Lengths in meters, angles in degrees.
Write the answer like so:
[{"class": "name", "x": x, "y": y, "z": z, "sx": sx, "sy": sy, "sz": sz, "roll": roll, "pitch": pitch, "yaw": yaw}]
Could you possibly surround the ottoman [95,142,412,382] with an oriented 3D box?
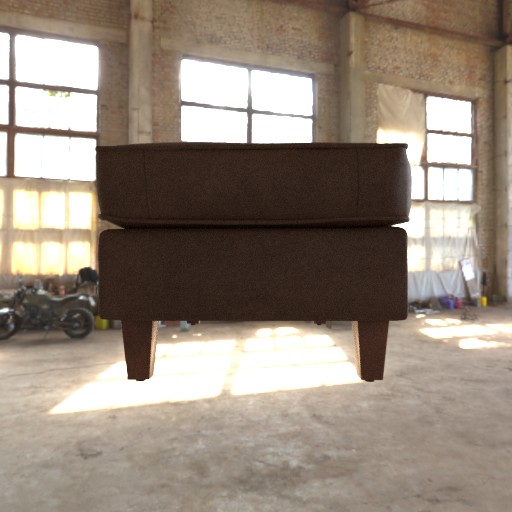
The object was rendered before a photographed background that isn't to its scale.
[{"class": "ottoman", "x": 0.000, "y": 0.000, "z": 1.203, "sx": 0.596, "sy": 0.481, "sz": 0.860, "roll": 0, "pitch": 0, "yaw": 0}]
